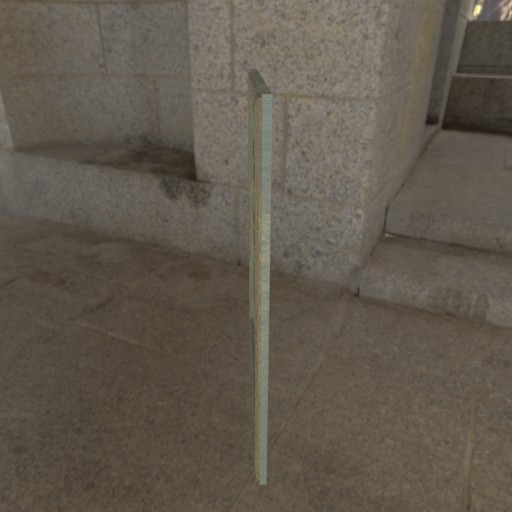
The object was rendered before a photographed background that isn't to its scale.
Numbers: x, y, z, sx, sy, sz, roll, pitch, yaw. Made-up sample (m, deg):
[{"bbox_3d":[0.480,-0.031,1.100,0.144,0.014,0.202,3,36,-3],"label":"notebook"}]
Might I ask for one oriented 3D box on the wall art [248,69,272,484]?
[{"bbox_3d":[0.000,0.000,1.313,0.030,0.983,0.767,-1,26,-2],"label":"wall art"}]
